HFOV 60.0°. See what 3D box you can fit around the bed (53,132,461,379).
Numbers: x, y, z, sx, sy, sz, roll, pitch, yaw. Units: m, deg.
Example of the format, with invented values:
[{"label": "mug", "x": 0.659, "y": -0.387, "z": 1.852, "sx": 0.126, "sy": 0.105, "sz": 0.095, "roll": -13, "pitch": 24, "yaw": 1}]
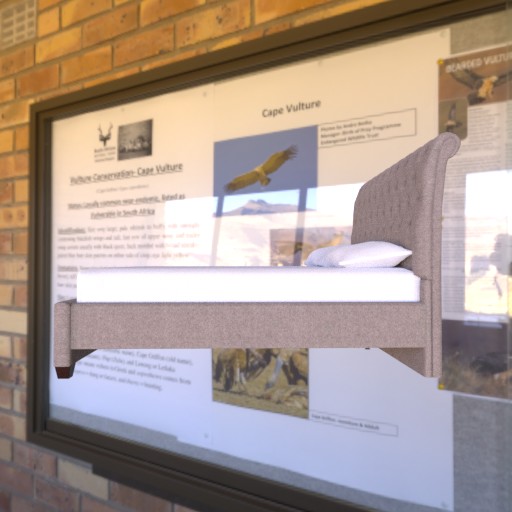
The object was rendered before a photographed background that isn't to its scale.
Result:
[{"label": "bed", "x": 0.000, "y": 0.000, "z": 3.253, "sx": 2.252, "sy": 1.371, "sz": 1.645, "roll": 0, "pitch": -1, "yaw": -2}]
